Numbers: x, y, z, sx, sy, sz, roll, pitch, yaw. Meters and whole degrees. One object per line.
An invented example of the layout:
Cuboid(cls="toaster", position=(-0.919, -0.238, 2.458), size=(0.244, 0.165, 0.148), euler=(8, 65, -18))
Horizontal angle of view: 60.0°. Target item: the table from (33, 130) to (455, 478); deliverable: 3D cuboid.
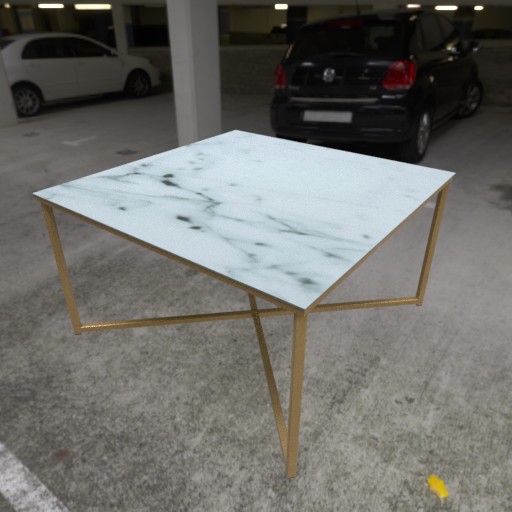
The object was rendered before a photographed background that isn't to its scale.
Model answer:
Cuboid(cls="table", position=(0.000, 0.000, 1.288), size=(0.800, 0.450, 0.800), euler=(21, 36, 32))
